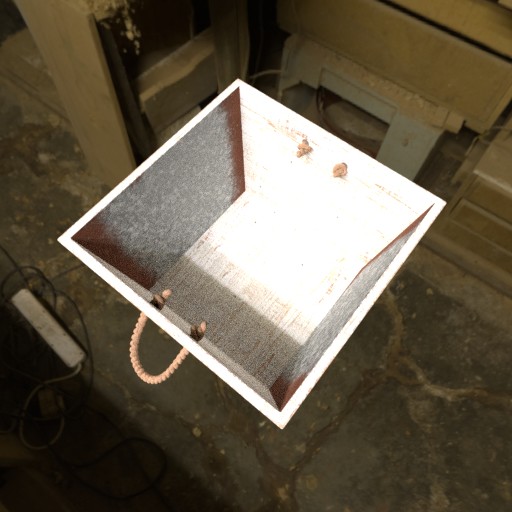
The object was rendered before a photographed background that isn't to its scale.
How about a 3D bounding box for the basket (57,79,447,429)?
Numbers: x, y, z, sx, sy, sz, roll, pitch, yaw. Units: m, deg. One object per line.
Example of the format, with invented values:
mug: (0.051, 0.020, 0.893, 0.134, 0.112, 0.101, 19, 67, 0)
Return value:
basket: (0.000, 0.000, 0.770, 0.413, 0.247, 0.545, 36, 70, 16)
